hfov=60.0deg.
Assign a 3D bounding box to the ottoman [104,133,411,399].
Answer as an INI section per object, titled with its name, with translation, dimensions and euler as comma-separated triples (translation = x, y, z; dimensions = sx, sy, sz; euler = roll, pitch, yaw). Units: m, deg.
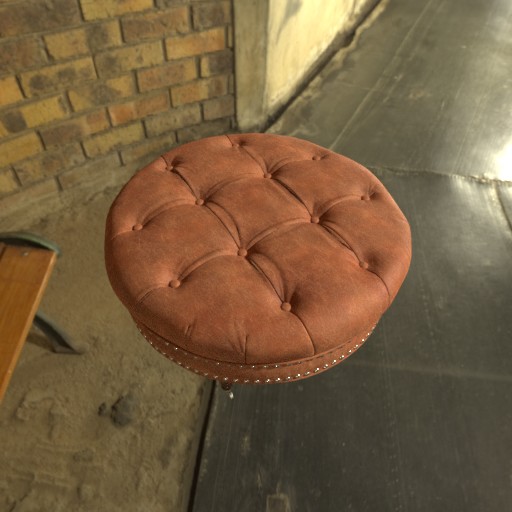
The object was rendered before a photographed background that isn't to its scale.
[ottoman]
translation = 0.000, 0.000, 1.418
dimensions = 0.901, 0.444, 0.901
euler = 0, 47, 0
